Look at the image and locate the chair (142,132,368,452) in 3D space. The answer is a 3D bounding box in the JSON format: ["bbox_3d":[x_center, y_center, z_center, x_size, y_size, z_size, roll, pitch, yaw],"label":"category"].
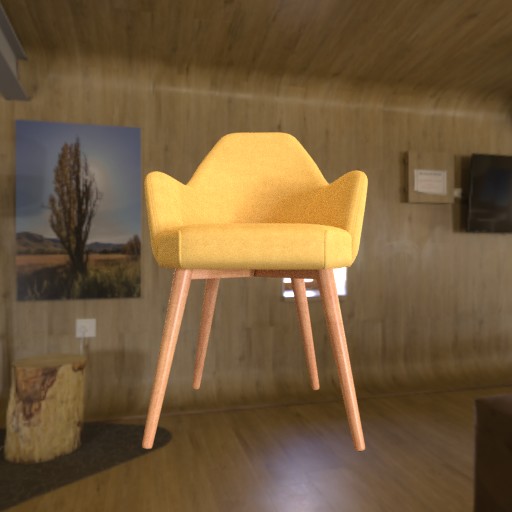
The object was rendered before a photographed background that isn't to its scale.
[{"bbox_3d":[0.000,0.000,1.229,0.590,0.840,0.610,0,0,1],"label":"chair"}]
